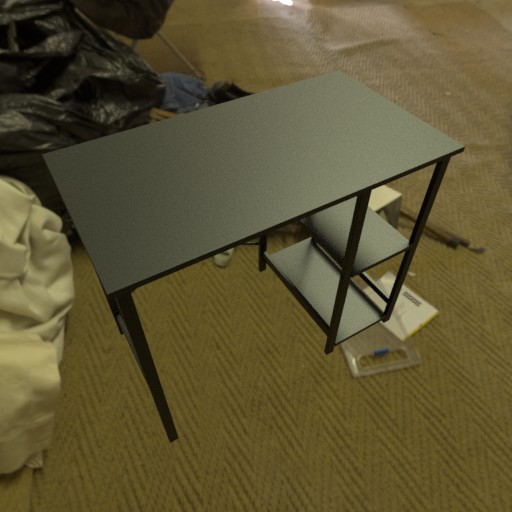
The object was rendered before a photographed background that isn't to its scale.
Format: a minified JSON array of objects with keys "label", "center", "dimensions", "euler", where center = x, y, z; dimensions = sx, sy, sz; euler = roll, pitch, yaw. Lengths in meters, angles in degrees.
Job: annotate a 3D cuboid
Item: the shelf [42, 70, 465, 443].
[{"label":"shelf","center":[0.000,0.000,1.349],"dimensions":[0.902,0.749,0.498],"euler":[-23,51,-21]}]
